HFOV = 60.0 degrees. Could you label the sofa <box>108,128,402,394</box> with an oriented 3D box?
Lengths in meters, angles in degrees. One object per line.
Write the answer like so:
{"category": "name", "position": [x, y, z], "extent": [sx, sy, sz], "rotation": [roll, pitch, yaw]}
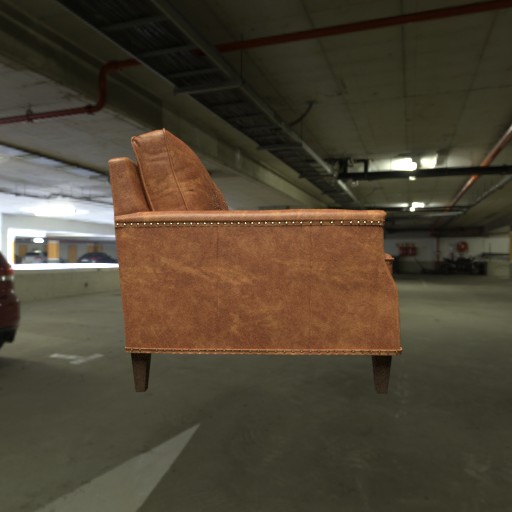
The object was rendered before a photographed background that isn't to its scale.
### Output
{"category": "sofa", "position": [0.000, 0.000, 2.356], "extent": [1.084, 1.003, 1.597], "rotation": [0, 0, 1]}
